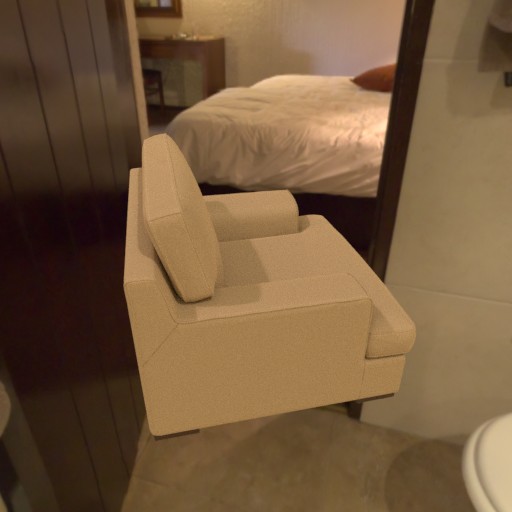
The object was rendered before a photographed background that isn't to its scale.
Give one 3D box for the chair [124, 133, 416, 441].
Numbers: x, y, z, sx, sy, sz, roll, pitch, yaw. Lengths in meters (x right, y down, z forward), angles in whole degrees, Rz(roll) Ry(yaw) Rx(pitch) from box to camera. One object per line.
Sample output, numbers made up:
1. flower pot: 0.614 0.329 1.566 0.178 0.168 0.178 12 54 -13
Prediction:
1. chair: 0.000 0.000 2.158 1.274 1.005 1.293 -10 32 -18
